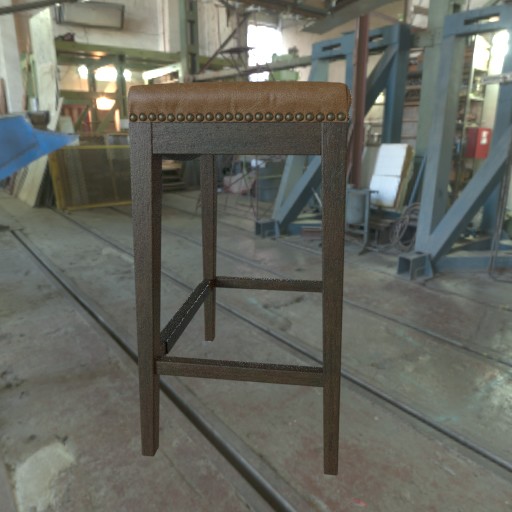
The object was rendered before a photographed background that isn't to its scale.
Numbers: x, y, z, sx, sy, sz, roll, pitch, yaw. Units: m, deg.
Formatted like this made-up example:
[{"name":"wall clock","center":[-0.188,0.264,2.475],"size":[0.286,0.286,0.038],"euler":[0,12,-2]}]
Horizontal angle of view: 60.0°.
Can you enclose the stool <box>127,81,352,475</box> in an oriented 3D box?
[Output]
[{"name":"stool","center":[0.000,0.000,0.953],"size":[0.361,0.660,0.500],"euler":[2,16,8]}]
